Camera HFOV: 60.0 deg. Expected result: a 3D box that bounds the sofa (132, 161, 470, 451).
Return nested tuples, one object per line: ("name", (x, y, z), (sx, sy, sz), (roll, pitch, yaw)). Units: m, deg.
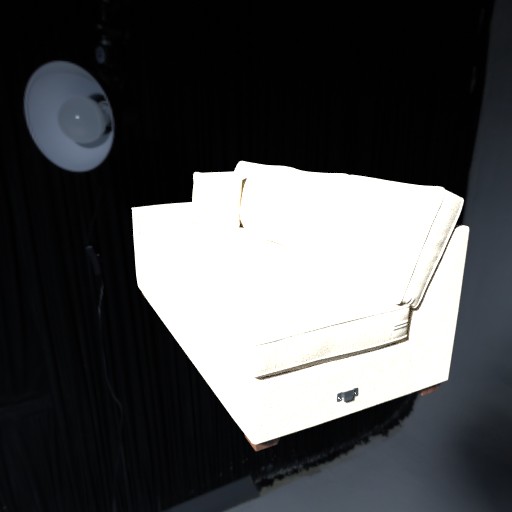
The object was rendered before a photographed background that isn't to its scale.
("sofa", (0.000, 0.000, 2.514), (1.034, 0.946, 1.962), (-8, 17, -25))
